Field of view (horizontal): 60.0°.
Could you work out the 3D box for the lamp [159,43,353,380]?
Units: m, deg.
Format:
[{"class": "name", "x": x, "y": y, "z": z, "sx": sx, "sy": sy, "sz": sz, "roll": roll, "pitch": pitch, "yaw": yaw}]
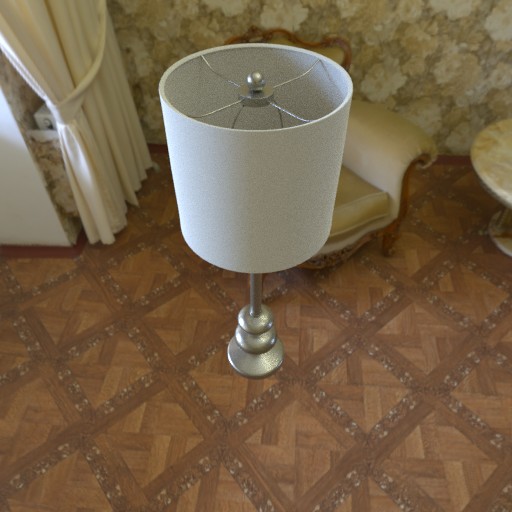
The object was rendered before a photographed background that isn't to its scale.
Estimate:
[{"class": "lamp", "x": 0.000, "y": 0.000, "z": 0.823, "sx": 0.254, "sy": 0.690, "sz": 0.254, "roll": -32, "pitch": 54, "yaw": -27}]
